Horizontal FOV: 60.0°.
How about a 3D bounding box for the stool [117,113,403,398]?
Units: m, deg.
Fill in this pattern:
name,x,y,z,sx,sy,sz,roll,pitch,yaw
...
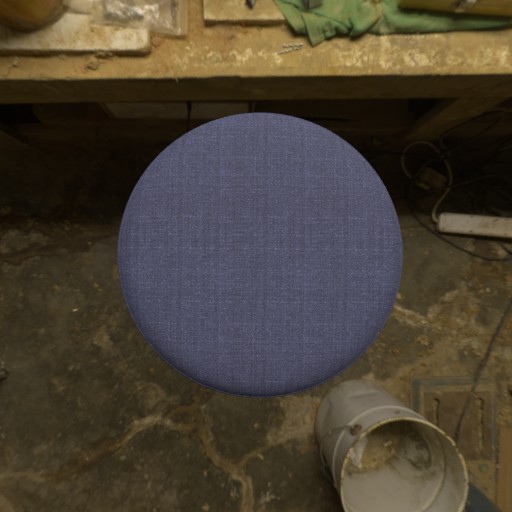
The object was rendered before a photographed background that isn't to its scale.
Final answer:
name,x,y,z,sx,sy,sz,roll,pitch,yaw
stool,0.000,0.000,0.949,0.449,0.655,0.449,0,90,-2
